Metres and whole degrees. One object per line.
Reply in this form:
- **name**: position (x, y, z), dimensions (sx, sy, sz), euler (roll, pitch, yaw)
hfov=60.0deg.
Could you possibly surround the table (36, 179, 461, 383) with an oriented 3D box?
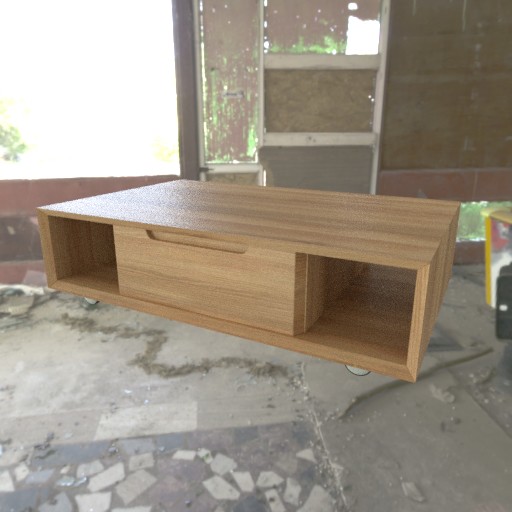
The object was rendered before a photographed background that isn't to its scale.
- **table**: position (0.000, 0.000, 1.406), dimensions (1.100, 0.330, 0.700), euler (9, 20, 27)
